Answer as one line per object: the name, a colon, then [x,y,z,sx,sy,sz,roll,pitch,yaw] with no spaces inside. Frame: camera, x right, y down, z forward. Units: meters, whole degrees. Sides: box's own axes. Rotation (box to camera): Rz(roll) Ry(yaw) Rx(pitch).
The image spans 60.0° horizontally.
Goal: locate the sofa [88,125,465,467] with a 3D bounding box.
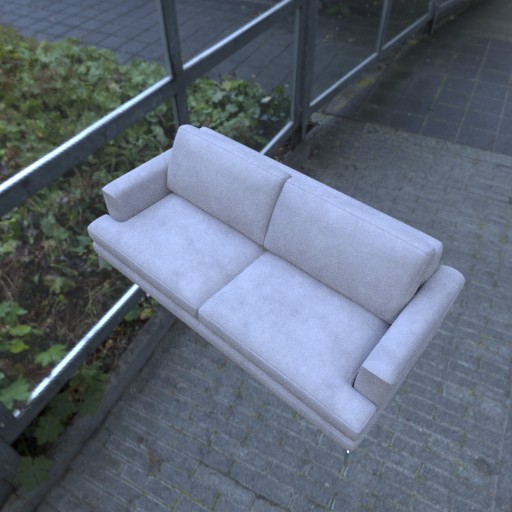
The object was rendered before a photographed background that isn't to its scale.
sofa: [0.000,0.000,2.541,2.013,0.830,0.980,32,54,27]
